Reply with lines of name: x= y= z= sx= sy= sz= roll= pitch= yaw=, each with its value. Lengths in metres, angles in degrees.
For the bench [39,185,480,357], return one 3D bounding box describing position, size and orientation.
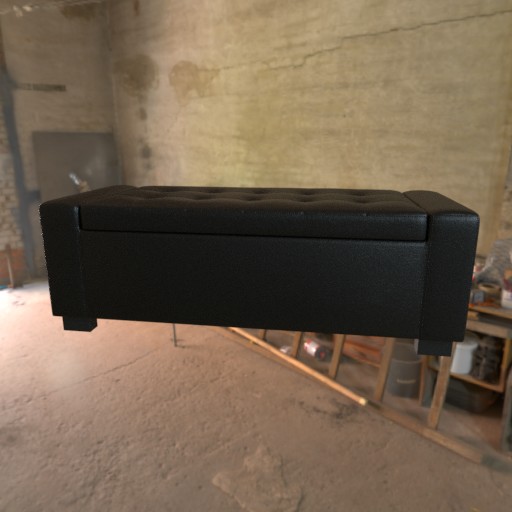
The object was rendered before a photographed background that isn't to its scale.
bench: x=0.000 y=0.000 z=1.564 sx=1.296 sy=0.445 sz=0.508 roll=2 pitch=15 yaw=8
